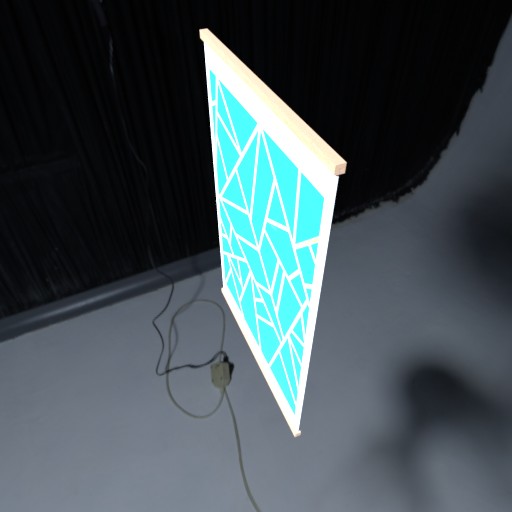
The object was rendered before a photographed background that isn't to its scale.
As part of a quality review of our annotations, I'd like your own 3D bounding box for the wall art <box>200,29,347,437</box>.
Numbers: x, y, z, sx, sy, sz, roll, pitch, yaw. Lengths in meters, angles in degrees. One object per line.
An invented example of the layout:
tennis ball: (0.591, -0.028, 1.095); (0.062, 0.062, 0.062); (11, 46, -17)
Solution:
wall art: (0.000, 0.000, 1.894); (0.030, 1.519, 0.990); (-17, 48, -16)
